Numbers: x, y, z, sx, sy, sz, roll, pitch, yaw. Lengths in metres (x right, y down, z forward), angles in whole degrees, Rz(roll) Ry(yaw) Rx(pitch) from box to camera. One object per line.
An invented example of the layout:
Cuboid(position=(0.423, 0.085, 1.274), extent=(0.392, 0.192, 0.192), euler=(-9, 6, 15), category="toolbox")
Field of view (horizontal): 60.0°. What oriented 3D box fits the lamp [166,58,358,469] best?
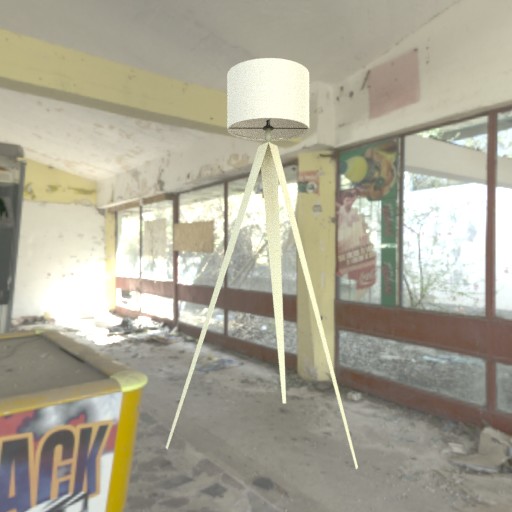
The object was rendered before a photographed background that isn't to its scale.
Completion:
Cuboid(position=(0.000, 0.000, 1.935), extent=(0.724, 1.524, 0.716), euler=(0, 0, -1), category="lamp")
